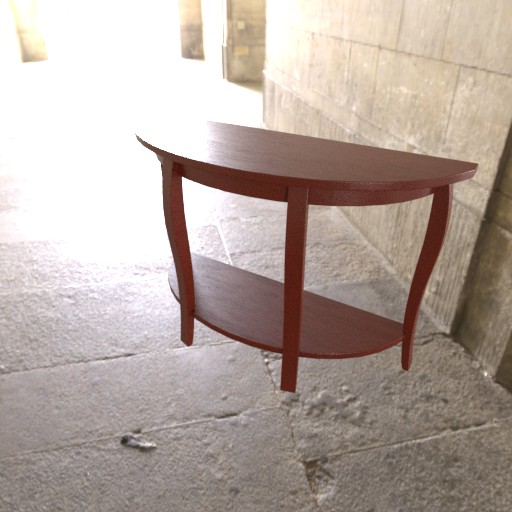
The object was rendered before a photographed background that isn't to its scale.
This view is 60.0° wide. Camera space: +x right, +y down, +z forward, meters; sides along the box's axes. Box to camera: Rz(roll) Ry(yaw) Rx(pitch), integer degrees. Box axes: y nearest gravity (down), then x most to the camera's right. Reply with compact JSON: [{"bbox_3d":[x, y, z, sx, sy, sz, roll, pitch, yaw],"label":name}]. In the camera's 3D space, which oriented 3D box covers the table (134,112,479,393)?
[{"bbox_3d":[0.000,0.000,1.569,1.219,0.779,0.405,18,35,27],"label":"table"}]
